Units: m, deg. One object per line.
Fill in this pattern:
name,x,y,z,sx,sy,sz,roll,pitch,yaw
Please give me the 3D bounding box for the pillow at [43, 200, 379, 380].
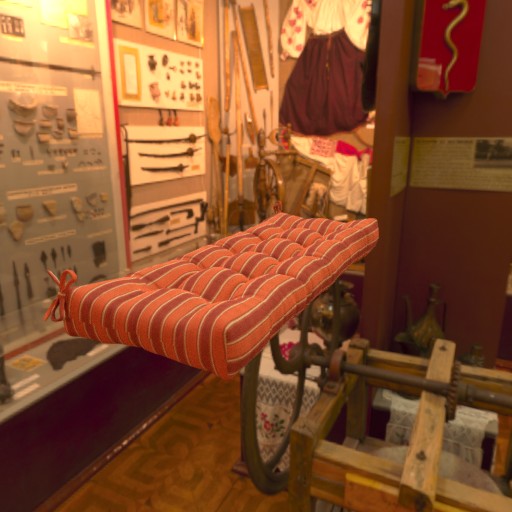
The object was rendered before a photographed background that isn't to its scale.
pillow,0.000,0.000,1.355,0.511,0.174,1.194,8,17,27
